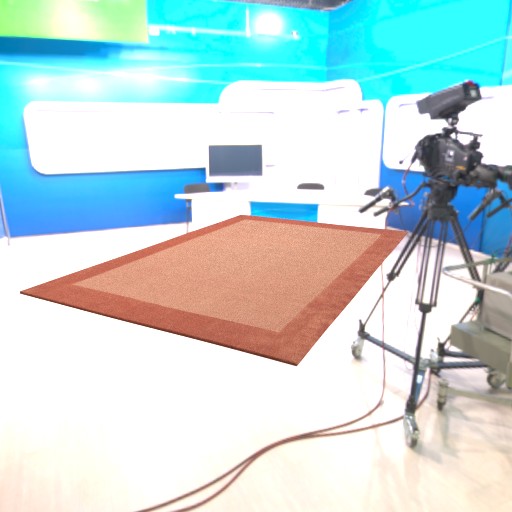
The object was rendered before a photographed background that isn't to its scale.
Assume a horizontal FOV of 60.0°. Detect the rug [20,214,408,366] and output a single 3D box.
[{"bbox_3d":[0.000,0.000,2.304,1.219,0.014,1.829,8,18,26],"label":"rug"}]
